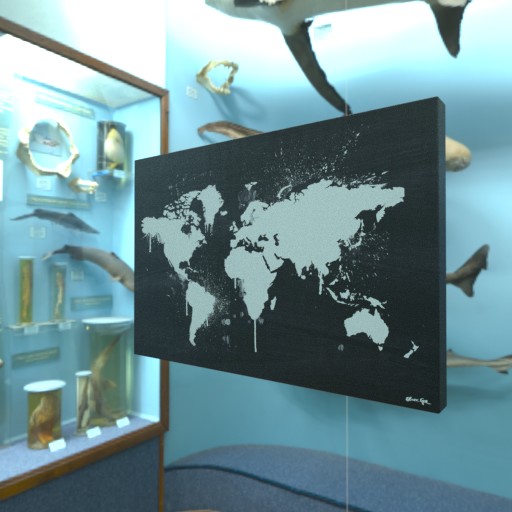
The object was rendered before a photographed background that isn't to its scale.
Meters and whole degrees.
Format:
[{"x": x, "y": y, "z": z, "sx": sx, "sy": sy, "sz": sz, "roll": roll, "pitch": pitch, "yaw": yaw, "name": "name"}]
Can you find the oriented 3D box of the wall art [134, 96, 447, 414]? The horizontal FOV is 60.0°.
[{"x": 0.000, "y": 0.000, "z": 0.762, "sx": 0.610, "sy": 0.409, "sz": 0.038, "roll": 0, "pitch": -1, "yaw": 37, "name": "wall art"}]
